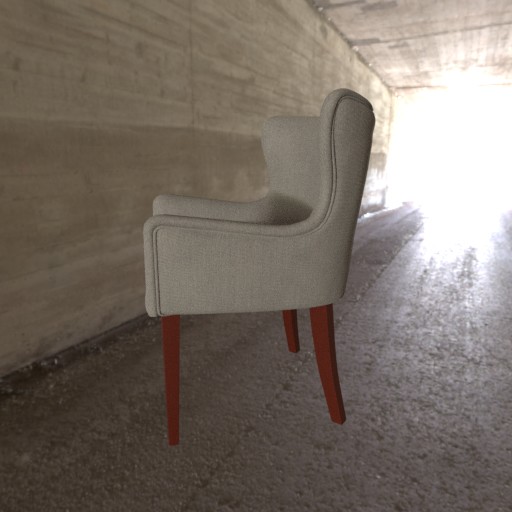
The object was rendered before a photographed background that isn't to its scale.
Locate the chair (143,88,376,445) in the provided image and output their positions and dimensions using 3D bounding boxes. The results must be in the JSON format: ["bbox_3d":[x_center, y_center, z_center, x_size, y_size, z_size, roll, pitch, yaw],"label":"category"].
[{"bbox_3d":[0.000,0.000,1.448,0.677,0.948,0.732,-2,13,-10],"label":"chair"}]
